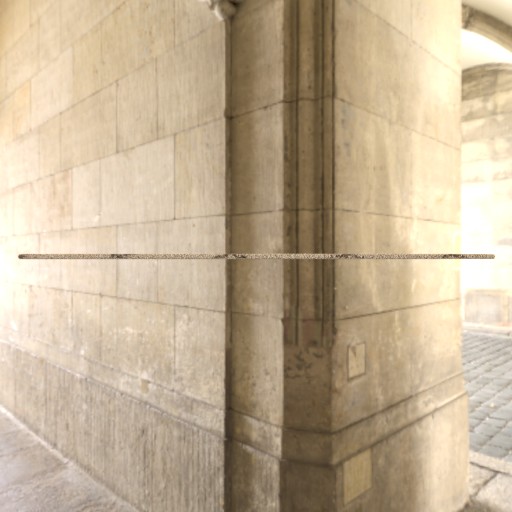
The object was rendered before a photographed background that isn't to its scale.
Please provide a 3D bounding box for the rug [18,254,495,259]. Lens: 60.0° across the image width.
[{"bbox_3d":[0.000,0.000,3.415,2.743,0.030,1.778,0,0,-1],"label":"rug"}]
